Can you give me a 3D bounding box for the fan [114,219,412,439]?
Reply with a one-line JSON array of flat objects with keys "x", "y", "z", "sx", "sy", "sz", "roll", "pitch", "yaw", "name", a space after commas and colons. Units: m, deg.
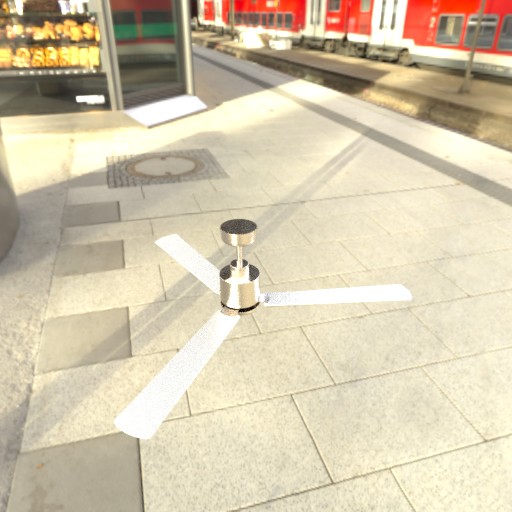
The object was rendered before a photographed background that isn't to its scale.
[{"x": 0.000, "y": 0.000, "z": 2.284, "sx": 1.531, "sy": 0.446, "sz": 1.561, "roll": -9, "pitch": 30, "yaw": -16, "name": "fan"}]
